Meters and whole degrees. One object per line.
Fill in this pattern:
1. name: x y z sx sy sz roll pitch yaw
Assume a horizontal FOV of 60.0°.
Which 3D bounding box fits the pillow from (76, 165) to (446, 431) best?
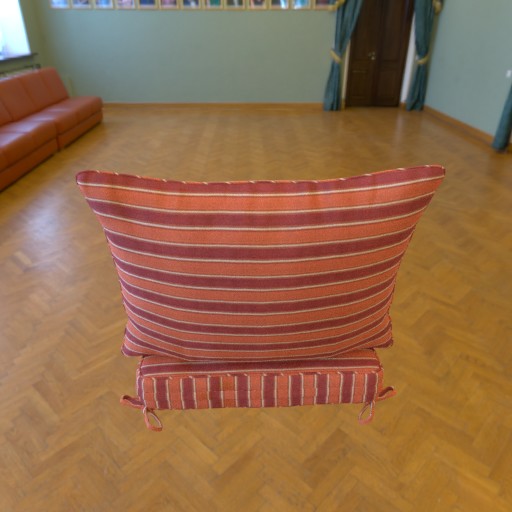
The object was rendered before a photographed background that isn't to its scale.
1. pillow: 0.000 0.000 1.352 0.799 0.723 0.733 -1 28 -2
